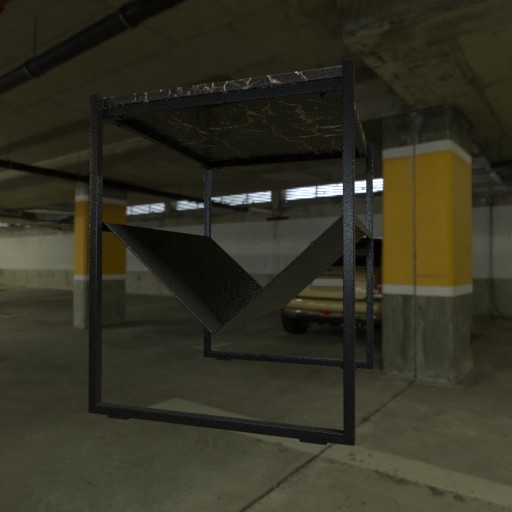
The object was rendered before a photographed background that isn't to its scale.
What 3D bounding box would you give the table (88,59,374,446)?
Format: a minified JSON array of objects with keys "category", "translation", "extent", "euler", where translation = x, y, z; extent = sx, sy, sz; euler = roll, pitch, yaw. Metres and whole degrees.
[{"category":"table","translation":[0.000,0.000,0.892],"extent":[0.432,0.534,0.469],"euler":[0,-1,18]}]
